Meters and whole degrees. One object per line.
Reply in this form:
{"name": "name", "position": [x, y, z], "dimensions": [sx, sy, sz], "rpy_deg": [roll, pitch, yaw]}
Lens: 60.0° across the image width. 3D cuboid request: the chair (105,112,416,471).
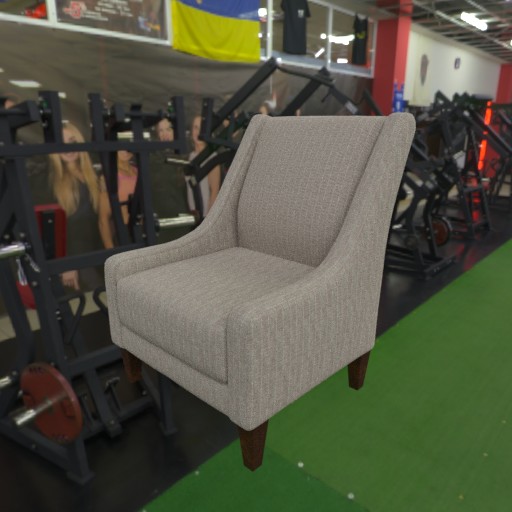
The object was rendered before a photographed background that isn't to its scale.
{"name": "chair", "position": [0.000, 0.000, 1.644], "dimensions": [0.774, 1.014, 0.870], "rpy_deg": [16, 23, 42]}
